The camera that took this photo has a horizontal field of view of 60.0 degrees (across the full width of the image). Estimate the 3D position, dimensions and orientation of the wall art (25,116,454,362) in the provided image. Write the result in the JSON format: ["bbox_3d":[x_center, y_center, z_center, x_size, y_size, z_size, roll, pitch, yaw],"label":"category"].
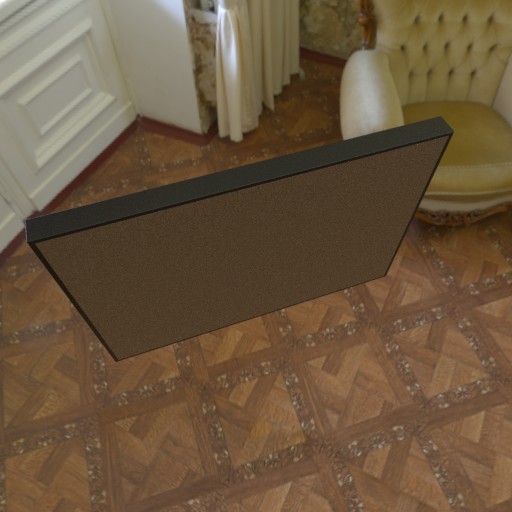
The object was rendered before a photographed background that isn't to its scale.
[{"bbox_3d":[0.000,0.000,1.205,0.939,0.640,0.058,-16,58,-11],"label":"wall art"}]
